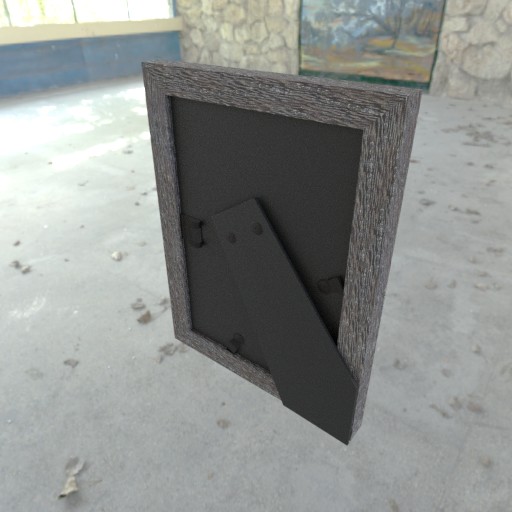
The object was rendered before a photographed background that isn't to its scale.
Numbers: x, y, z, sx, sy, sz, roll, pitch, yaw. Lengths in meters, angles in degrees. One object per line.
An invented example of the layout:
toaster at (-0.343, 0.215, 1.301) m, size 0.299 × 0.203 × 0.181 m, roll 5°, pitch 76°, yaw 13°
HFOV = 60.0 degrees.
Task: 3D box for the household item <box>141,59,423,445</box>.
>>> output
household item at (0.000, 0.000, 0.273) m, size 0.160 × 0.210 × 0.020 m, roll 21°, pitch 37°, yaw 32°
